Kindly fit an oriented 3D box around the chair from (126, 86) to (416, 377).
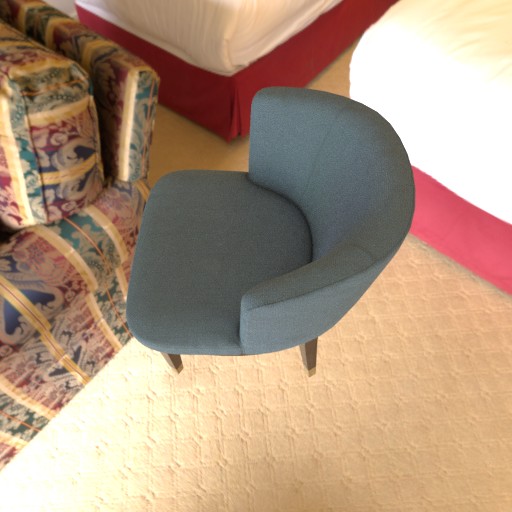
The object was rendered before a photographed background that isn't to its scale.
[{"bbox_3d":[0.000,0.000,1.308,0.702,0.760,0.661,1,58,1],"label":"chair"}]
